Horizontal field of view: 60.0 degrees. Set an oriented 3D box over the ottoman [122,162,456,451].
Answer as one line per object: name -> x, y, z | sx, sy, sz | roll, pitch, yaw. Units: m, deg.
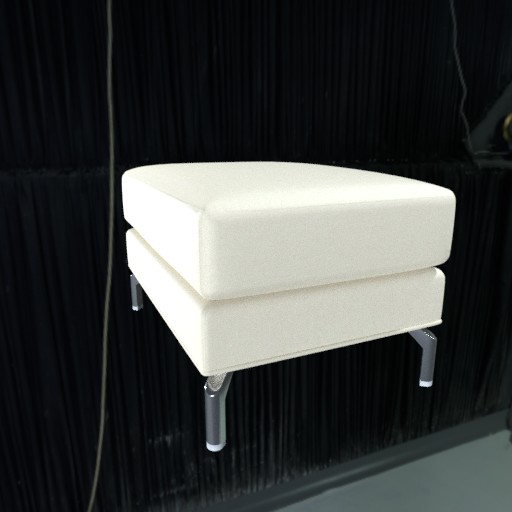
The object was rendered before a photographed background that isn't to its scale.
ottoman -> 0.000, 0.000, 1.223 | 0.581, 0.497, 0.835 | -7, 16, -24
